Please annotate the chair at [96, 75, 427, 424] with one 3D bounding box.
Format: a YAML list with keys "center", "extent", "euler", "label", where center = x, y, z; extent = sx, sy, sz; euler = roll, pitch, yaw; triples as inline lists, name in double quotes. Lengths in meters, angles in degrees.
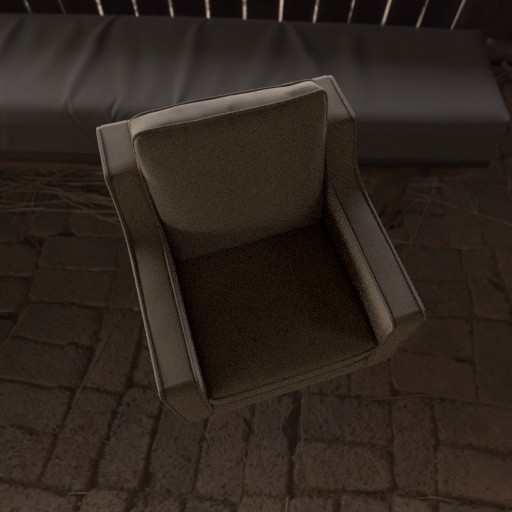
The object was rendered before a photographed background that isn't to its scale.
- center: [0.000, 0.000, 1.623]
  extent: [0.831, 0.960, 0.909]
  euler: [-15, 64, -8]
  label: "chair"
